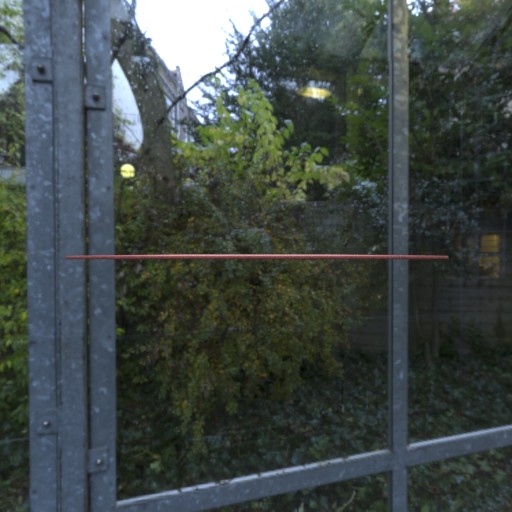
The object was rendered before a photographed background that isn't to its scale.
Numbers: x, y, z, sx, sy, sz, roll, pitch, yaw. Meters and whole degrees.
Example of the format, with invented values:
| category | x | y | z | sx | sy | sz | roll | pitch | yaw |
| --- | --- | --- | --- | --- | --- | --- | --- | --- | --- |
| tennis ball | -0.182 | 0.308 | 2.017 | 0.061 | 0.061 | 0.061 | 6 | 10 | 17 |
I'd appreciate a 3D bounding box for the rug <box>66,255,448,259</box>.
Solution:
| category | x | y | z | sx | sy | sz | roll | pitch | yaw |
| --- | --- | --- | --- | --- | --- | --- | --- | --- | --- |
| rug | 0.000 | 0.000 | 2.977 | 1.524 | 0.014 | 2.438 | 0 | 0 | 0 |
